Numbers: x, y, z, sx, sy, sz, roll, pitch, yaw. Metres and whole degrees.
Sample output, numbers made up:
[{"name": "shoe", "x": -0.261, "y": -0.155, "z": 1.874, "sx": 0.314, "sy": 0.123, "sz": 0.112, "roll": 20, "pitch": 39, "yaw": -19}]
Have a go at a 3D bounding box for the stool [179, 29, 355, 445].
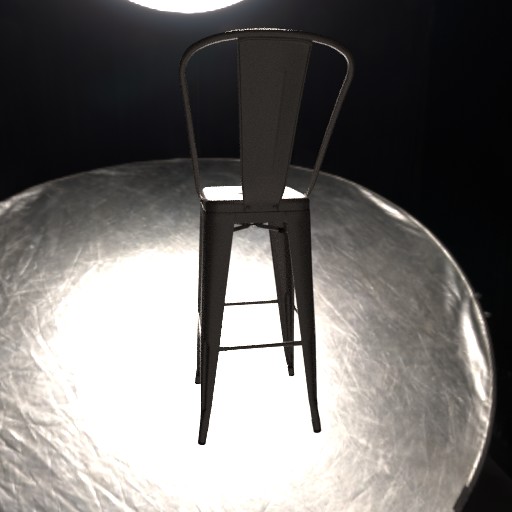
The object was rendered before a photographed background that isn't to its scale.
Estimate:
[{"name": "stool", "x": 0.000, "y": 0.000, "z": 1.286, "sx": 0.399, "sy": 1.096, "sz": 0.513, "roll": -3, "pitch": 16, "yaw": -9}]
